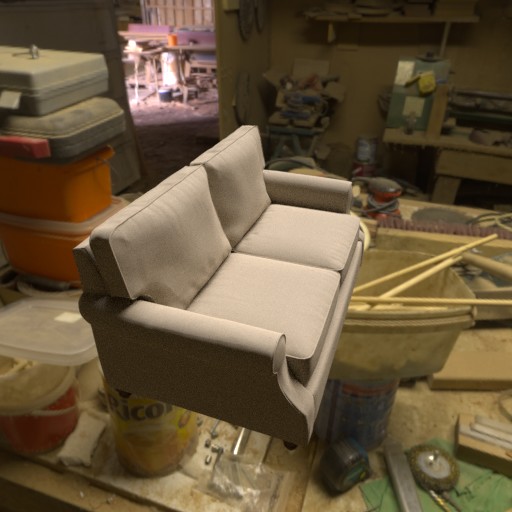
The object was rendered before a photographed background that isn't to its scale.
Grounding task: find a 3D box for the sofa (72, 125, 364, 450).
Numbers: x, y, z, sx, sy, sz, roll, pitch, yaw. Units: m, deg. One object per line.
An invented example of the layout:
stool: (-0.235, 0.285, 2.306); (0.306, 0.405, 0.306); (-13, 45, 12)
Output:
sofa: (0.000, 0.000, 2.279); (0.964, 0.937, 1.665); (10, 33, 17)
